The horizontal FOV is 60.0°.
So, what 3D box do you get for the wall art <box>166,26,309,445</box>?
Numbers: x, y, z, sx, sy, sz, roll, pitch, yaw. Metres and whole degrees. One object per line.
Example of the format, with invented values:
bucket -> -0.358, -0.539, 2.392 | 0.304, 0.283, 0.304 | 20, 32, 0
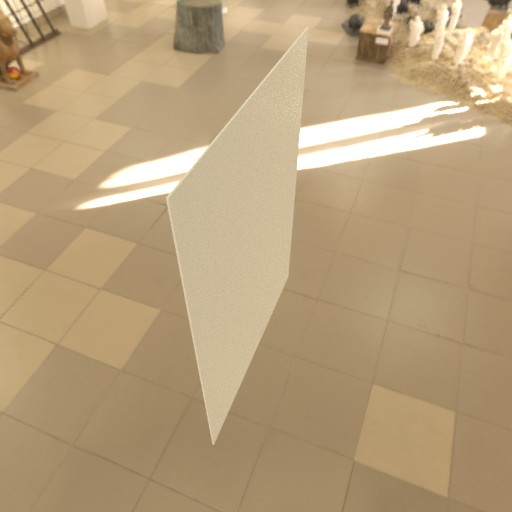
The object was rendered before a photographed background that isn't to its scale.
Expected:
wall art -> 0.000, 0.000, 0.779 | 0.003, 0.609, 0.457 | 16, 49, 14
